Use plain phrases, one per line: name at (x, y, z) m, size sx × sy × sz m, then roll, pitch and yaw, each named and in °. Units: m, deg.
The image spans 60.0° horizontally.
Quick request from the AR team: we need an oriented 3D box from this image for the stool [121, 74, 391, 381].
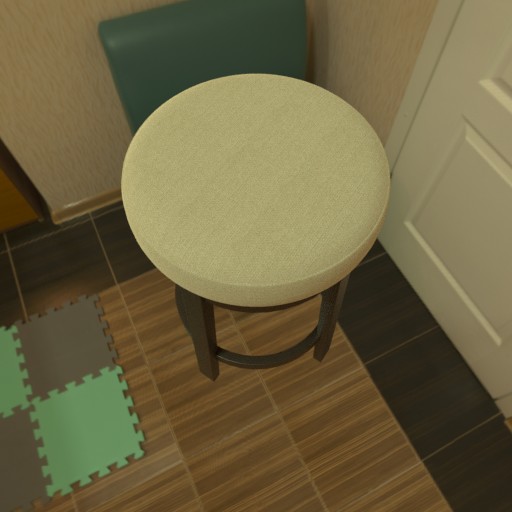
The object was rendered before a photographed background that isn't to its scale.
stool at (0.000, 0.000, 0.960) m, size 0.449 × 0.655 × 0.449 m, roll 0°, pitch 62°, yaw 0°
